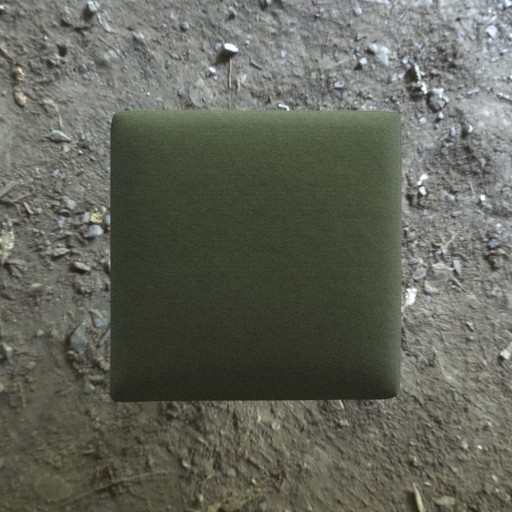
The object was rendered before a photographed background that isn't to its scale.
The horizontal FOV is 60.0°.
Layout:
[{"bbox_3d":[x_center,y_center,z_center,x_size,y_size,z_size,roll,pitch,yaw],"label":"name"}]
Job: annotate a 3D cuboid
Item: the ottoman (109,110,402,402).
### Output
[{"bbox_3d":[0.000,0.000,1.660,1.041,0.470,1.041,0,90,-1],"label":"ottoman"}]
